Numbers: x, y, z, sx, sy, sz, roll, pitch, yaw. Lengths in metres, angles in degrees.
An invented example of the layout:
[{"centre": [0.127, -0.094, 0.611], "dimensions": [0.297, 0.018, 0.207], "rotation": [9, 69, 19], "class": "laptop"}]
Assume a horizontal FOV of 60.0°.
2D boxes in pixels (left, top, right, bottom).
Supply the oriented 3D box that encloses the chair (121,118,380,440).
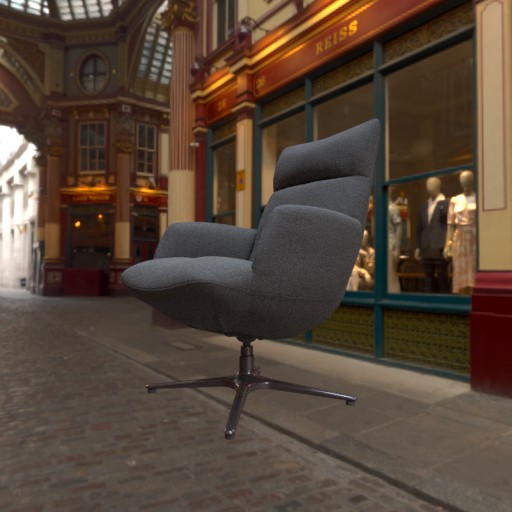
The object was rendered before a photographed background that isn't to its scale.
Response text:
[{"centre": [0.000, 0.000, 1.567], "dimensions": [0.831, 0.984, 0.702], "rotation": [1, -1, -36], "class": "chair"}]
